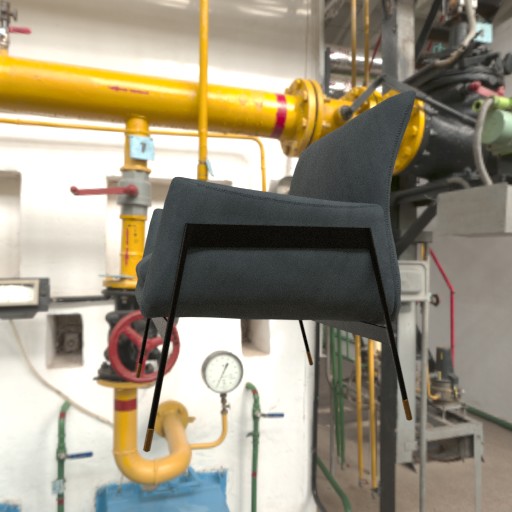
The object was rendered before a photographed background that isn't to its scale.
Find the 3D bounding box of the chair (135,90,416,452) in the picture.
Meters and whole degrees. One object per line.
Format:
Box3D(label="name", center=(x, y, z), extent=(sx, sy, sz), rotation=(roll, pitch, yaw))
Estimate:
Box3D(label="chair", center=(0.000, 0.000, 1.366), extent=(0.709, 0.858, 0.678), rotation=(0, -1, -17))
